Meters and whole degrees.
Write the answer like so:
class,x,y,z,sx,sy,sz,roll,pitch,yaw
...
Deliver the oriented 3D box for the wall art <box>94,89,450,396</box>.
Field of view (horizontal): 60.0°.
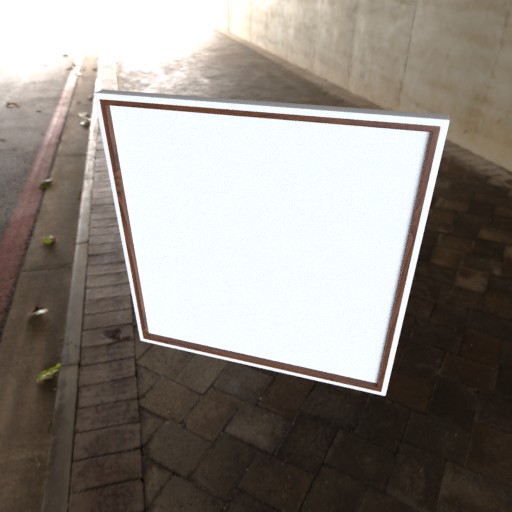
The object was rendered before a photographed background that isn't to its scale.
class,x,y,z,sx,sy,sz,roll,pitch,yaw
wall art,0.000,0.000,1.501,1.009,1.009,0.049,9,34,14
